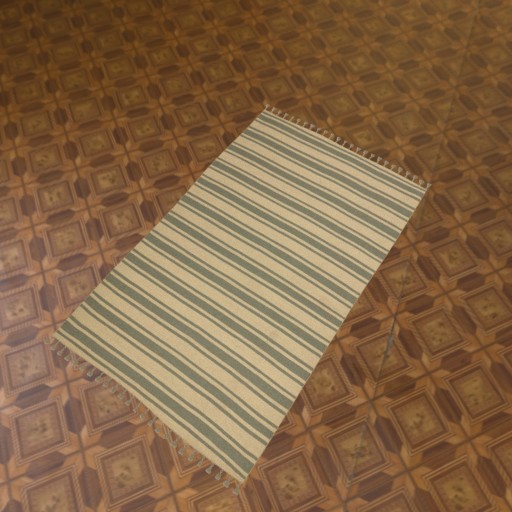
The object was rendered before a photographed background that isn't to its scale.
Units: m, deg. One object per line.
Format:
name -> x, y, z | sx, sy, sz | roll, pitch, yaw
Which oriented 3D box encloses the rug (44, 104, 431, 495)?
rug -> 0.000, 0.000, 2.509 | 1.222, 0.009, 2.084 | 31, 67, 15
